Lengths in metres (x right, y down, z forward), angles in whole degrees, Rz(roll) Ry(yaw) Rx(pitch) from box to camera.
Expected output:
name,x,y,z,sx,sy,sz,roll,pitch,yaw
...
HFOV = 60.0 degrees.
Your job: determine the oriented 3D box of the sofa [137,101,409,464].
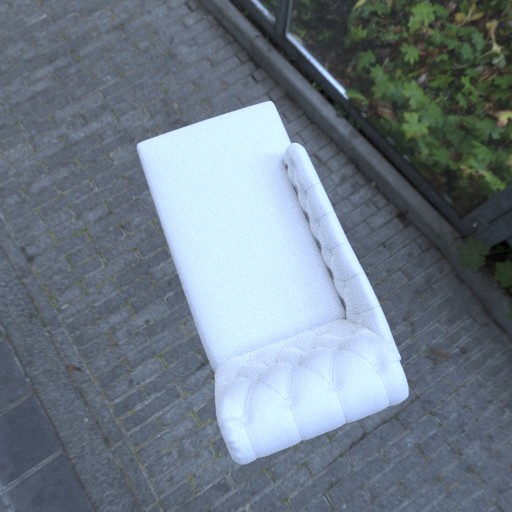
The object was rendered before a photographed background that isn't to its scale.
name,x,y,z,sx,sy,sz,roll,pitch,yaw
sofa,0.000,0.000,1.859,0.675,0.787,1.379,-20,76,-5
